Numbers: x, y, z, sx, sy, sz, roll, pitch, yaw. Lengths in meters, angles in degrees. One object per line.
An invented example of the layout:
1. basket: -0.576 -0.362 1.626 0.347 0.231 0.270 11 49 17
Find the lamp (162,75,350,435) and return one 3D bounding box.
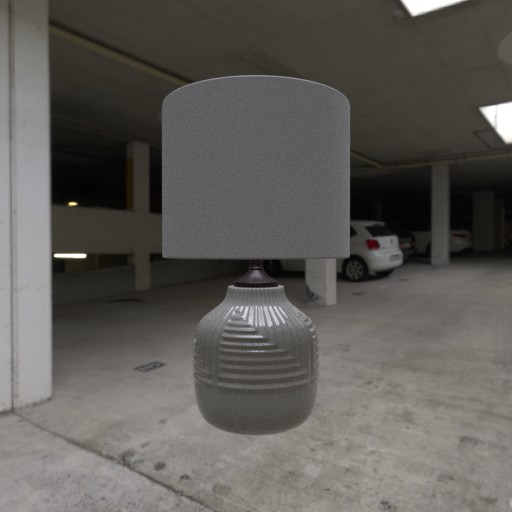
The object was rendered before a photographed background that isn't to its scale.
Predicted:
1. lamp: 0.000 0.000 0.768 0.318 0.567 0.318 0 1 0
